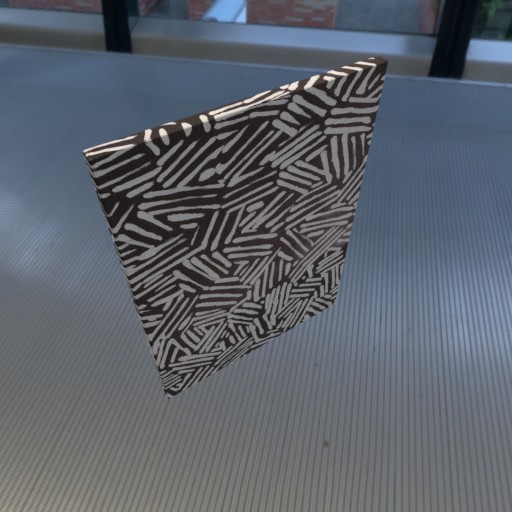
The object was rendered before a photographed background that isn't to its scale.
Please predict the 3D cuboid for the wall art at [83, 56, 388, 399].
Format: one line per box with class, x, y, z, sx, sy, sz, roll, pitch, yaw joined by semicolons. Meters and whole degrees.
wall art;0.000;0.000;1.346;0.765;1.017;0.038;-26;53;-22
